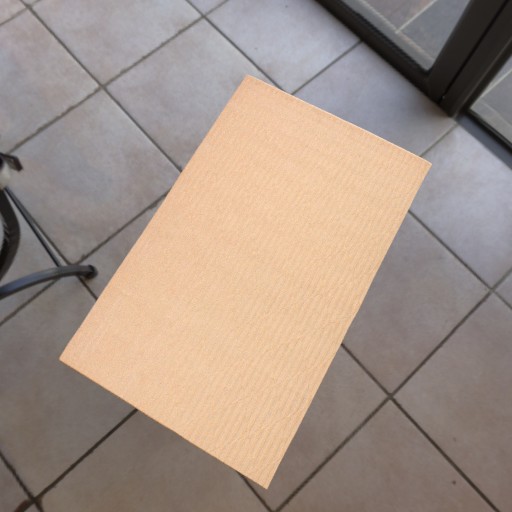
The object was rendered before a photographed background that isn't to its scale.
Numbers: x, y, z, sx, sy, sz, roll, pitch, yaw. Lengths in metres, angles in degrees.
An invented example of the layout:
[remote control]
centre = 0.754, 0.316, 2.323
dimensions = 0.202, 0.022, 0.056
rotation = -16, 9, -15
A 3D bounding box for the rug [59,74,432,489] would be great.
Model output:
[rug]
centre = 0.000, 0.000, 3.000
dimensions = 1.531, 0.014, 2.441
rotation = 29, 77, 7
